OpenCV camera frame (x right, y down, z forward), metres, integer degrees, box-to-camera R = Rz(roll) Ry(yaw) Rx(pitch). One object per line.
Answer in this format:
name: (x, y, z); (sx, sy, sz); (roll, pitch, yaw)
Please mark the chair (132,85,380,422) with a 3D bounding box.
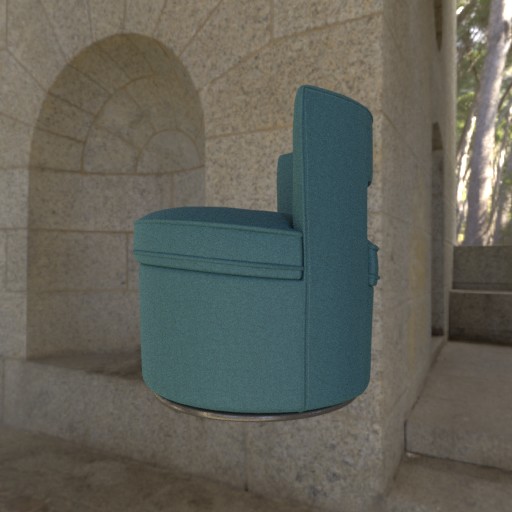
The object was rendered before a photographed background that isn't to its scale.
chair: (0.000, 0.000, 1.225); (0.660, 0.711, 0.684); (0, -1, -1)
